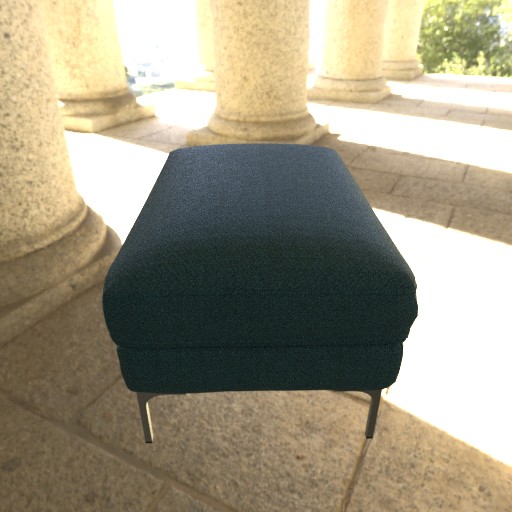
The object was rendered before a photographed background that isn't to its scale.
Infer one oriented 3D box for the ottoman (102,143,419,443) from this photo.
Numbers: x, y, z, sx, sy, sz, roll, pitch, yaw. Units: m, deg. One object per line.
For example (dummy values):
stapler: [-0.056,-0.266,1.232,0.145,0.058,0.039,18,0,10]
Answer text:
ottoman: [0.000,0.000,1.191,0.563,0.498,0.856,-1,29,-1]
